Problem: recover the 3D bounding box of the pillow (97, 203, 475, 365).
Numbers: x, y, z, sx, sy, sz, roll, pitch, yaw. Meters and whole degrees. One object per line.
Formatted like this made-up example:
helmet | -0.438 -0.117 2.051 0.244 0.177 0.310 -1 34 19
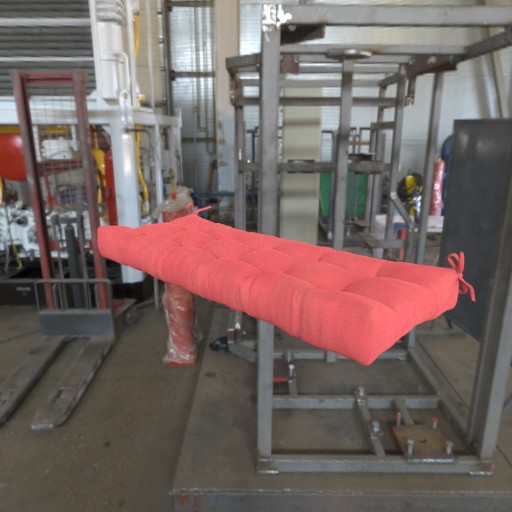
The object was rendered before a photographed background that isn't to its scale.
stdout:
pillow | 0.000 0.000 1.375 0.511 0.174 1.194 -15 22 -43
